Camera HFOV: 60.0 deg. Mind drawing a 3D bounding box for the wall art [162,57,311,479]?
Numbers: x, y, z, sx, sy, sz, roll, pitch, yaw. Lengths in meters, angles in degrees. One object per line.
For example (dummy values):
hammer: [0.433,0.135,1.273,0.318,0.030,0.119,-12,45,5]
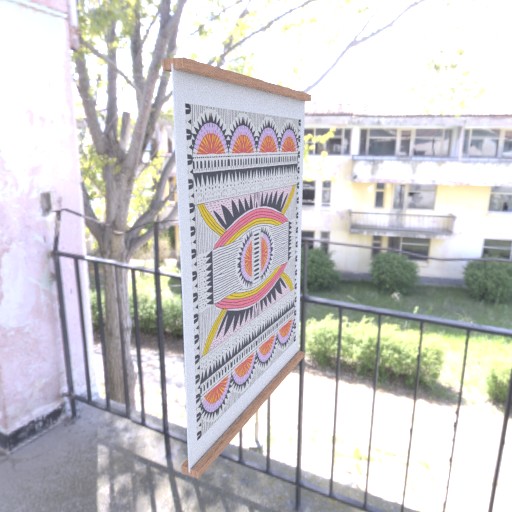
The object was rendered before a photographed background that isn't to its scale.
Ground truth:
wall art: [0.000,0.000,0.713,0.028,0.527,0.403,7,16,26]
